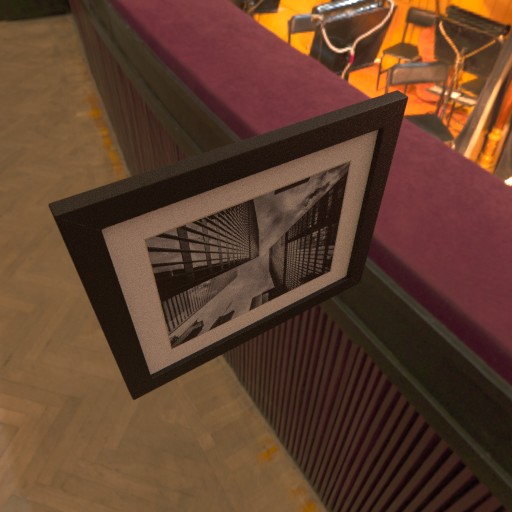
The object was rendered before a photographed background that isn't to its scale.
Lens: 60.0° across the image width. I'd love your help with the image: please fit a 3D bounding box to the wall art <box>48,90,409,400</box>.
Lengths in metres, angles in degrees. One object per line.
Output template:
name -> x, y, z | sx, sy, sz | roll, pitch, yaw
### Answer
wall art -> 0.000, 0.000, 0.777 | 0.558, 0.457, 0.031 | -24, 50, -21
